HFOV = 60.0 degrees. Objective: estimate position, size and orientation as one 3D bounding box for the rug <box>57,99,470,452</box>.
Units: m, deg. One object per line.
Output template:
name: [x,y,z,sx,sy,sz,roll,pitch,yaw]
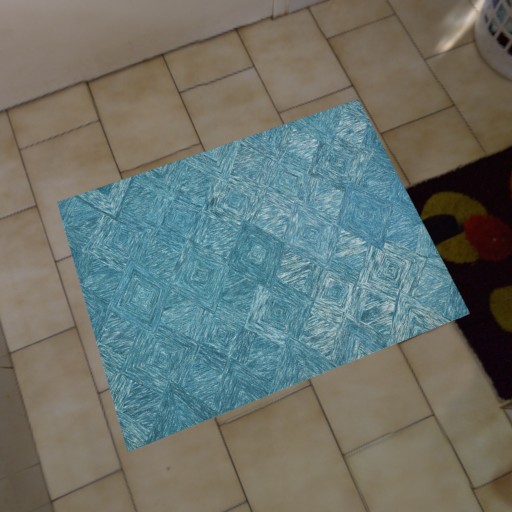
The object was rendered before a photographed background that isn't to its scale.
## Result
rug: [0.000,0.000,4.158,3.217,0.027,2.405,-20,75,-6]
